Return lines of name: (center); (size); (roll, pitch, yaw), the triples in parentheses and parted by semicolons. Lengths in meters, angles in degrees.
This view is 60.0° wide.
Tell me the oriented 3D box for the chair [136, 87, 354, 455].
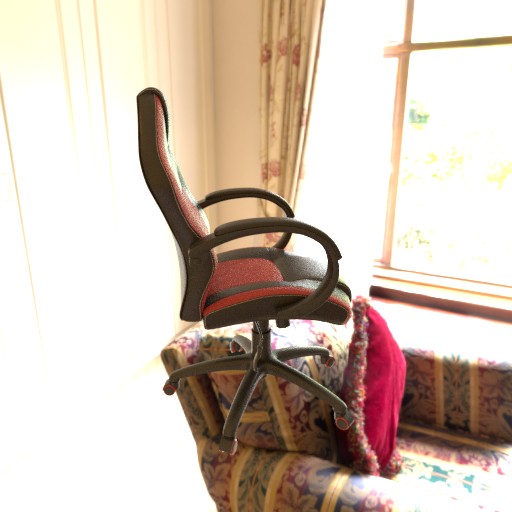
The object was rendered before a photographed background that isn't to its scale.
chair: (0.000, 0.000, 1.690); (0.783, 1.189, 0.750); (-3, 17, -9)
